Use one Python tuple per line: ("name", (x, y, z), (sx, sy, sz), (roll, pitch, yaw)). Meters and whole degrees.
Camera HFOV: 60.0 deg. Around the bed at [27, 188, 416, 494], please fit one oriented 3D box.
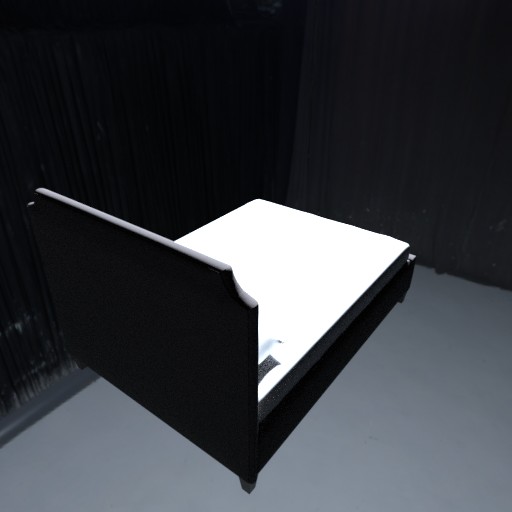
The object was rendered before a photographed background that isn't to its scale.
("bed", (0.000, 0.000, 3.298), (1.713, 1.443, 2.372), (21, 36, 31))
